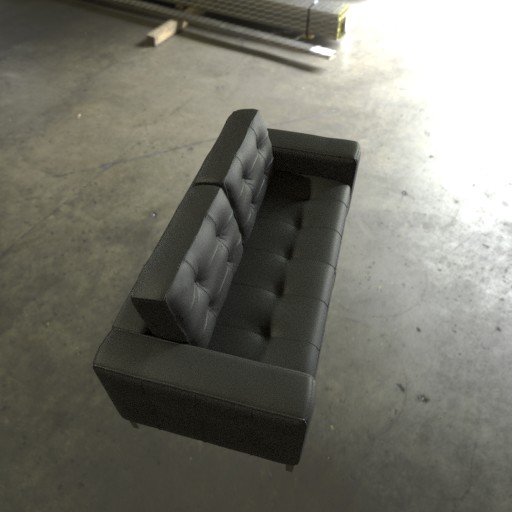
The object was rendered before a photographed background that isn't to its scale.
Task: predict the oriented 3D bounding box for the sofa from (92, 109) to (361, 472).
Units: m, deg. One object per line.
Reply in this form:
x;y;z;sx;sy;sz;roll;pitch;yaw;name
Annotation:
0.000;0.000;2.234;0.833;0.893;1.726;11;50;10;sofa
